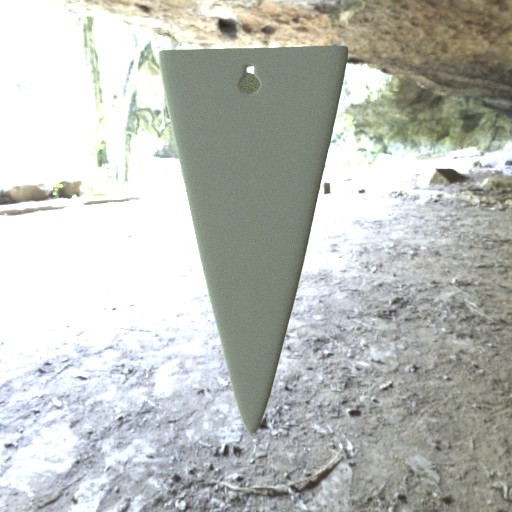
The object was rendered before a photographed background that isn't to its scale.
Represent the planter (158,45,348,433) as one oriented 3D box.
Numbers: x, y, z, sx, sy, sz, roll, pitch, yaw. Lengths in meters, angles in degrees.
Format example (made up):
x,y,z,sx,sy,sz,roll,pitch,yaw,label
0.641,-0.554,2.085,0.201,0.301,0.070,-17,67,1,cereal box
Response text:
x,y,z,sx,sy,sz,roll,pitch,yaw,label
0.000,0.000,0.403,0.143,0.338,0.065,2,17,8,planter
